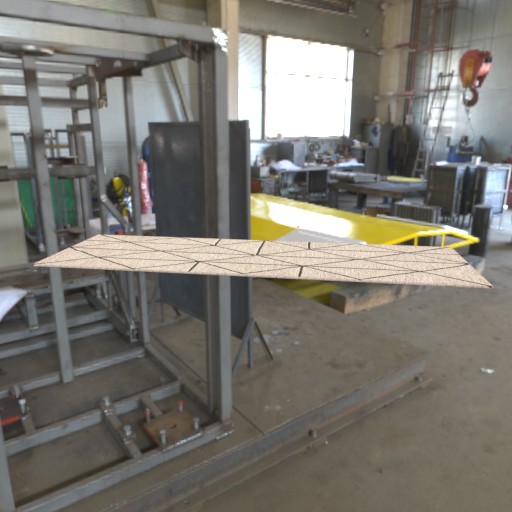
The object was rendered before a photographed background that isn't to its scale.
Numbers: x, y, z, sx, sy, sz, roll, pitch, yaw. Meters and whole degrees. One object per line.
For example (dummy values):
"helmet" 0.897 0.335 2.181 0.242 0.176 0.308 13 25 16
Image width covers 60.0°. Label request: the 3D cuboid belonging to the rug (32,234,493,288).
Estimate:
"rug" 0.000 0.000 2.678 2.438 0.012 0.762 2 16 8
